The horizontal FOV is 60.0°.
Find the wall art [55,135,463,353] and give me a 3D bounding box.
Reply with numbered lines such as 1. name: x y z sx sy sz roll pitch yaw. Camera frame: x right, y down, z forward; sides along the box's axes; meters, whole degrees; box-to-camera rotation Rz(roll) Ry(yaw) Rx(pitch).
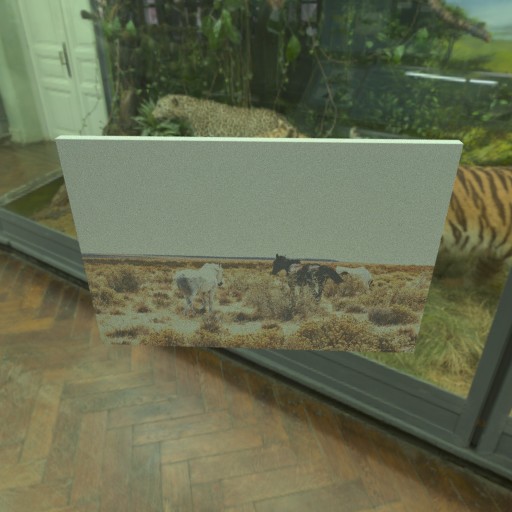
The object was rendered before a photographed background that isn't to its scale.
1. wall art: 0.000 0.000 1.924 1.520 1.016 0.051 1 30 2
